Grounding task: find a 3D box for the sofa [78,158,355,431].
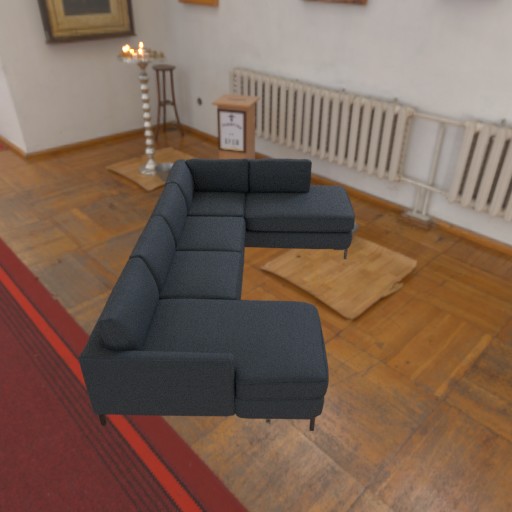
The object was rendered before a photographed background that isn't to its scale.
[{"bbox_3d":[0.000,0.000,3.865,1.984,0.858,2.975,1,31,1],"label":"sofa"}]
